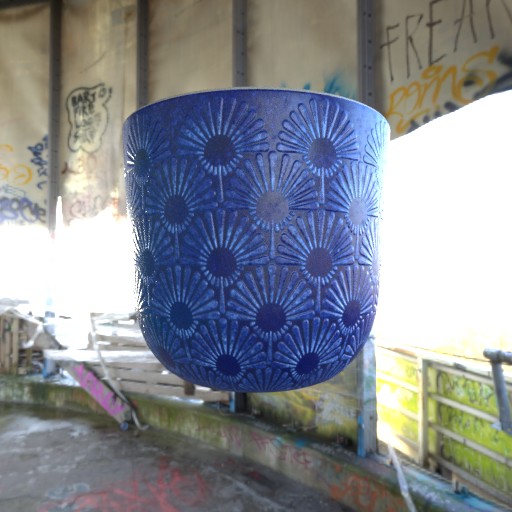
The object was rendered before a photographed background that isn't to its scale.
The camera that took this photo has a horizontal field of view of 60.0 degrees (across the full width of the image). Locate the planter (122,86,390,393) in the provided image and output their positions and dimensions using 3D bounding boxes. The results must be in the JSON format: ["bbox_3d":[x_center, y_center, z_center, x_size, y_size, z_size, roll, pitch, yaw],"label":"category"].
[{"bbox_3d":[0.000,0.000,0.354,0.206,0.190,0.206,0,-2,0],"label":"planter"}]
